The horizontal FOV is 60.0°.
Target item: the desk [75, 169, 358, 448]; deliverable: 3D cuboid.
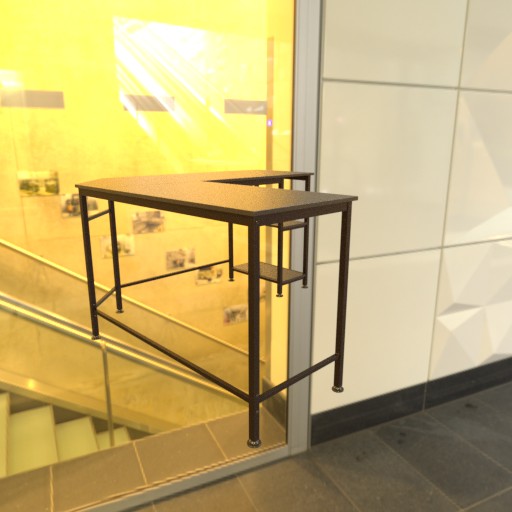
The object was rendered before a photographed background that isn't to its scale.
[{"bbox_3d":[0.000,0.000,2.211,1.379,0.739,1.379,-14,20,-43],"label":"desk"}]
